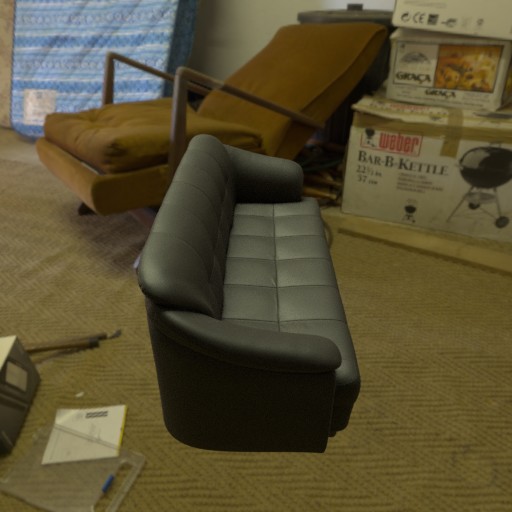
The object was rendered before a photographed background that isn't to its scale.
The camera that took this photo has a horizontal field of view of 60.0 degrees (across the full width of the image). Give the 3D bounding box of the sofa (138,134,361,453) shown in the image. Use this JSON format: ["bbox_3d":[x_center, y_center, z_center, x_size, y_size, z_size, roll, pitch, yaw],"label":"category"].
[{"bbox_3d":[0.000,0.000,2.249,0.800,0.811,1.829,0,32,1],"label":"sofa"}]
